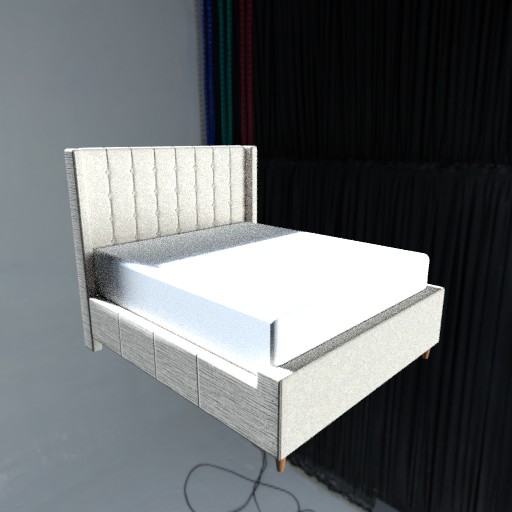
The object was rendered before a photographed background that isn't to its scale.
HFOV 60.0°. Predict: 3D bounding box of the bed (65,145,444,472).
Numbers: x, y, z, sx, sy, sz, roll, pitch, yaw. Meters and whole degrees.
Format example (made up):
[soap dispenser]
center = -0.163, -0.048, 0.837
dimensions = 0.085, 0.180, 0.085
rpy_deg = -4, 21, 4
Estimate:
[bed]
center = 0.000, 0.000, 3.693
dimensions = 2.370, 1.743, 2.045
rpy_deg = 14, 20, 43
